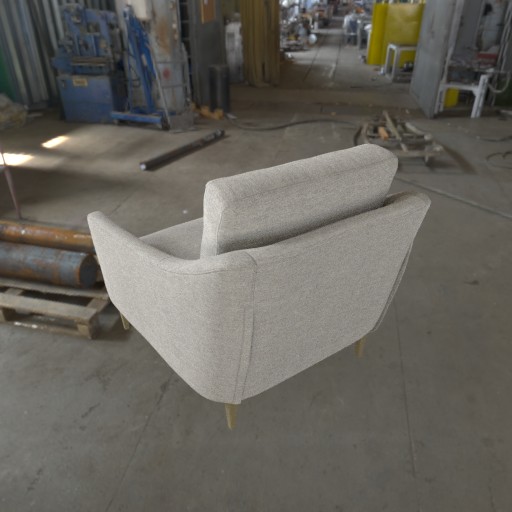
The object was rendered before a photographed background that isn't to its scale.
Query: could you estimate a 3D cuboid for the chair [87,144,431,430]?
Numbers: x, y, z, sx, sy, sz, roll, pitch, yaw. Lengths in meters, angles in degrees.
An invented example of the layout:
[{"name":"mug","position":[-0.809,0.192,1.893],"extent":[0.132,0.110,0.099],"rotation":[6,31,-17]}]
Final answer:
[{"name":"chair","position":[0.000,0.000,1.713],"extent":[0.986,0.902,0.961],"rotation":[-20,36,-29]}]
